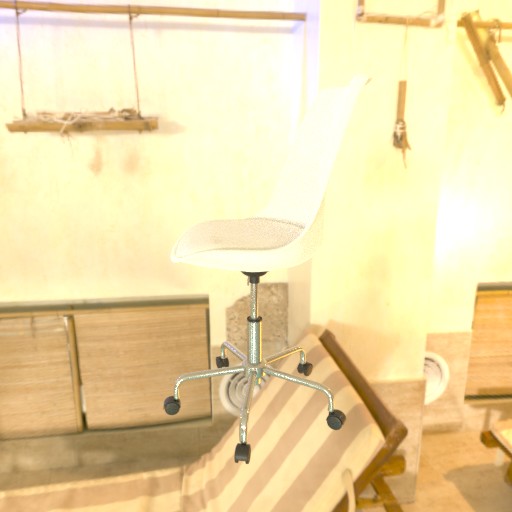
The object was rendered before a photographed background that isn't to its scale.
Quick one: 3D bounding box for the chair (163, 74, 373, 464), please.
[{"bbox_3d":[0.000,0.000,1.243,0.550,0.930,0.550,-2,14,-9],"label":"chair"}]
